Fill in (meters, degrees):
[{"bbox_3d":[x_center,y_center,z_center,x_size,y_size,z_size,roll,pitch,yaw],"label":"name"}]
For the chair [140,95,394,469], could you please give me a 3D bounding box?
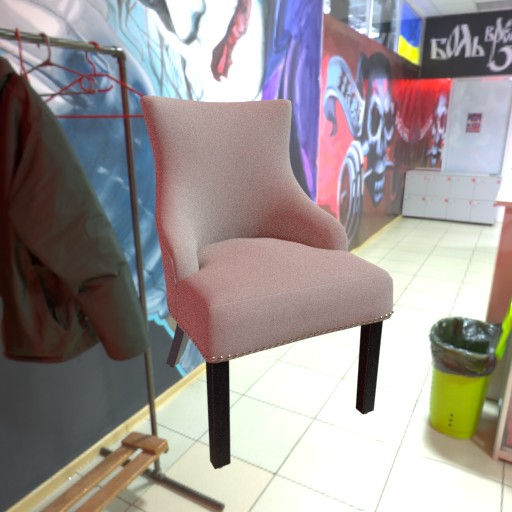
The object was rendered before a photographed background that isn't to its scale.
[{"bbox_3d":[0.000,0.000,1.316,0.566,0.909,0.629,-8,19,-26],"label":"chair"}]
